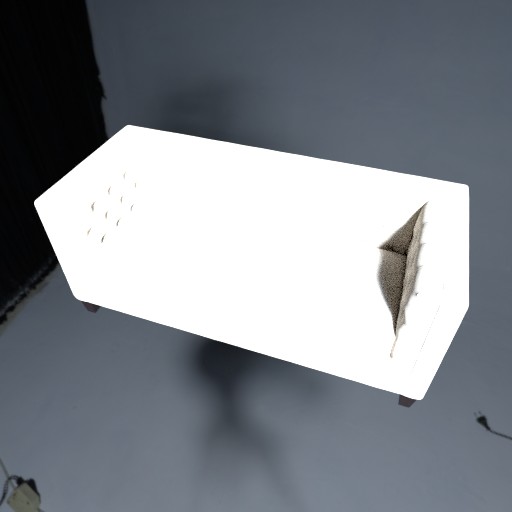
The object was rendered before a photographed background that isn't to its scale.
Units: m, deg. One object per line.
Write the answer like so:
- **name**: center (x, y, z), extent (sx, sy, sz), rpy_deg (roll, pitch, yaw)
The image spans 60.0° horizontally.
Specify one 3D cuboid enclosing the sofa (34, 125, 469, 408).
- **sofa**: center (0.000, 0.000, 2.215), extent (1.778, 0.762, 0.775), rpy_deg (14, 45, 14)
